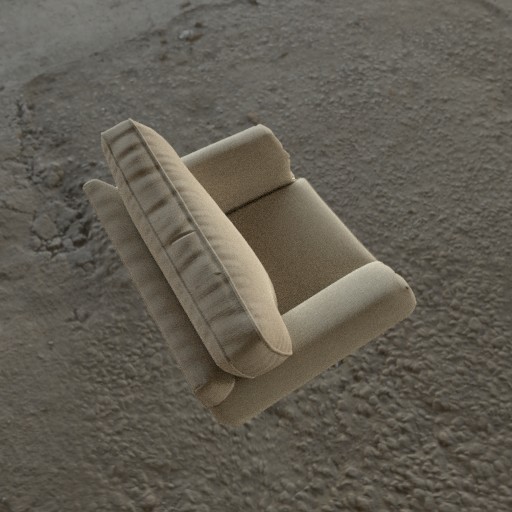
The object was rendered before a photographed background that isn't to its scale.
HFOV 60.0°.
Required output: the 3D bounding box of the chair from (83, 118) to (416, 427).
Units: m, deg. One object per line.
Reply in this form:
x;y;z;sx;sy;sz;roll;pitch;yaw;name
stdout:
0.000;0.000;1.826;0.965;0.961;1.092;-28;63;-16;chair
